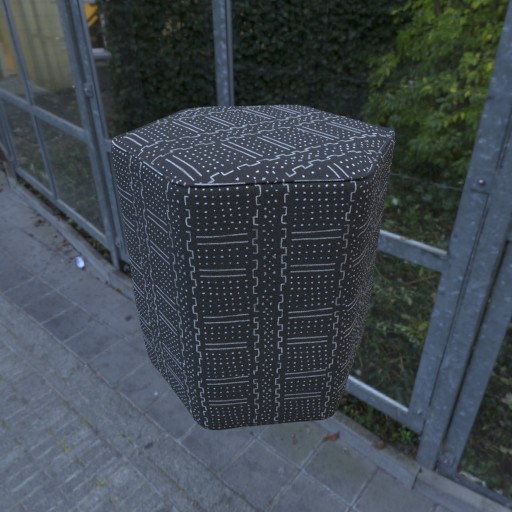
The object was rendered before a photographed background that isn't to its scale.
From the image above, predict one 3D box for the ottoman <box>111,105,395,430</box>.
[{"bbox_3d":[0.000,0.000,0.880,0.443,0.502,0.494,-21,37,-31],"label":"ottoman"}]
